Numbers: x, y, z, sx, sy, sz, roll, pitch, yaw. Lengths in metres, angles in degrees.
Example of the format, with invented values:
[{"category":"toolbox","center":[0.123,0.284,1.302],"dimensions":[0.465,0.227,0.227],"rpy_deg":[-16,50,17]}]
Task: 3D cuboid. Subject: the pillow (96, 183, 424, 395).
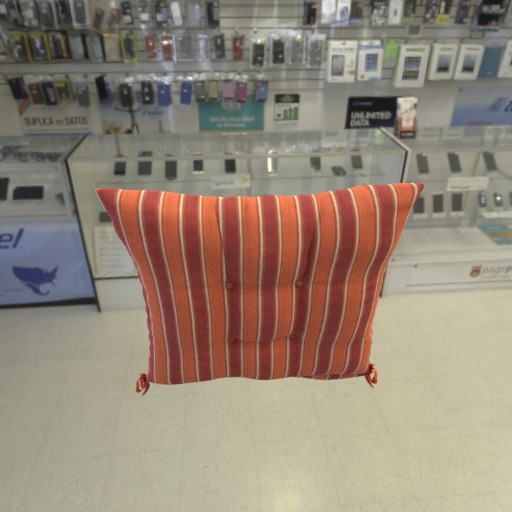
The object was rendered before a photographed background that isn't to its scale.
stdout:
[{"category":"pillow","center":[0.000,0.000,1.018],"dimensions":[0.541,0.536,0.585],"rpy_deg":[-1,31,-2]}]
